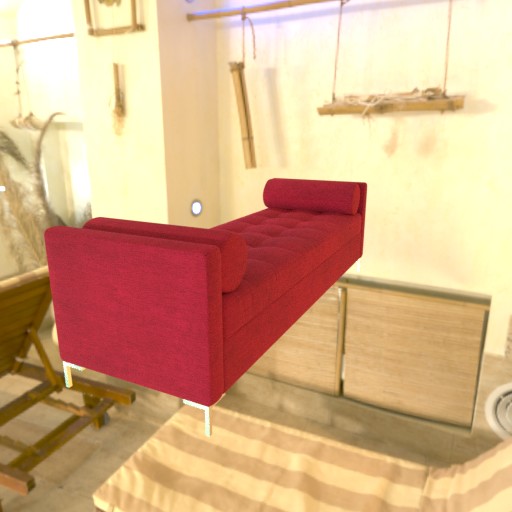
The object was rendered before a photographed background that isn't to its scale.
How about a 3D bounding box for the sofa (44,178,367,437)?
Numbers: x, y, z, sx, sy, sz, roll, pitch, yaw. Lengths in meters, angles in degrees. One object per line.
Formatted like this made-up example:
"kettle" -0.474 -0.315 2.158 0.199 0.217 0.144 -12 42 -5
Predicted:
"sofa" 0.000 0.000 2.330 0.686 0.635 1.981 8 17 26
